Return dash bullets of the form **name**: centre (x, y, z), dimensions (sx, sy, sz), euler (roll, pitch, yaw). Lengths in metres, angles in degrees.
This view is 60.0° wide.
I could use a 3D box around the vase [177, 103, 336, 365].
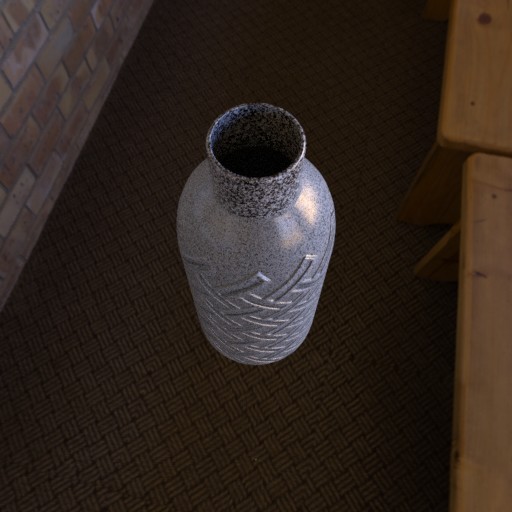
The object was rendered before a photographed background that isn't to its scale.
- **vase**: centre (0.000, 0.000, 0.353), dimensions (0.122, 0.282, 0.122), euler (0, 65, 0)
